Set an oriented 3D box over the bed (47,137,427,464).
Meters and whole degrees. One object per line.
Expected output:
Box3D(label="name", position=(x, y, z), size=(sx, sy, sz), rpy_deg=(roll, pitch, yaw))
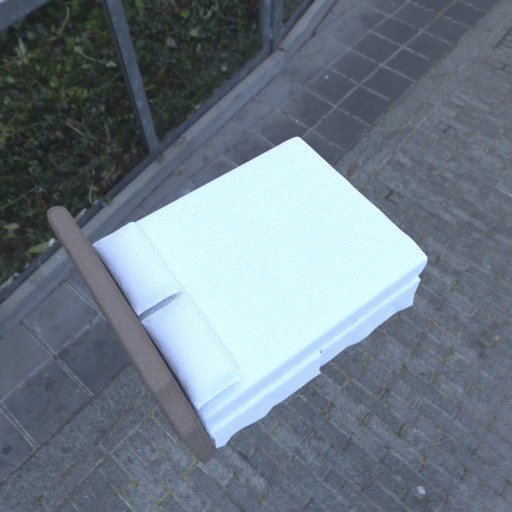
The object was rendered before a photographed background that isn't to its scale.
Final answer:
Box3D(label="bed", position=(0.000, 0.000, 3.169), size=(2.116, 1.290, 1.693), rpy_deg=(-32, 64, -18))
